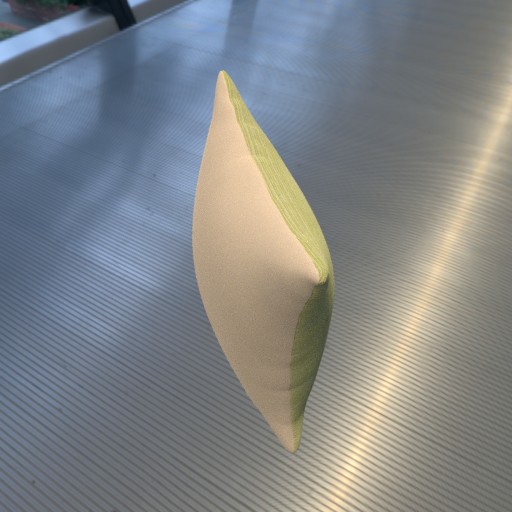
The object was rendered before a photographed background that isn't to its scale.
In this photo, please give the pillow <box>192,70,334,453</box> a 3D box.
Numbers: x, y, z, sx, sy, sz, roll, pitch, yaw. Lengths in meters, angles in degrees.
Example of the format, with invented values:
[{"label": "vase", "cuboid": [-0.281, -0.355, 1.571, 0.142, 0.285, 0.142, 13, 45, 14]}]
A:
[{"label": "pillow", "cuboid": [0.000, 0.000, 0.823, 0.229, 0.487, 0.560, -10, 46, -10]}]
